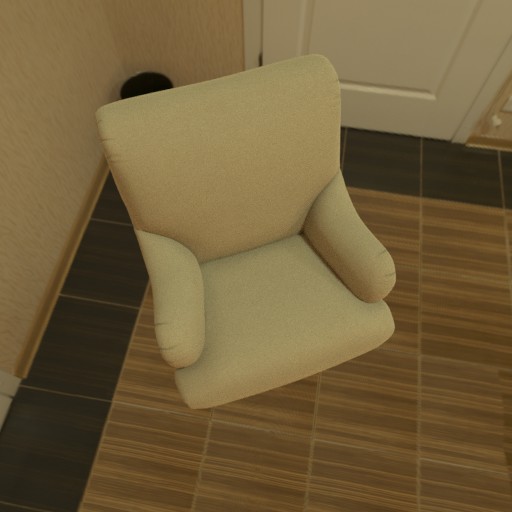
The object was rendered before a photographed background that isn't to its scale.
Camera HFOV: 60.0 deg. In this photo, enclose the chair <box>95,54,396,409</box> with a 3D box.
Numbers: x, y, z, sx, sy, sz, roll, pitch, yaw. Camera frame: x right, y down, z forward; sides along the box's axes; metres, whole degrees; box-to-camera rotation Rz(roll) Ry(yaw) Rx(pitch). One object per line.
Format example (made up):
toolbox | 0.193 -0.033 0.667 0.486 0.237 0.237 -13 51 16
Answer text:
chair | 0.000 0.000 1.542 0.766 0.942 0.842 -17 65 -8
